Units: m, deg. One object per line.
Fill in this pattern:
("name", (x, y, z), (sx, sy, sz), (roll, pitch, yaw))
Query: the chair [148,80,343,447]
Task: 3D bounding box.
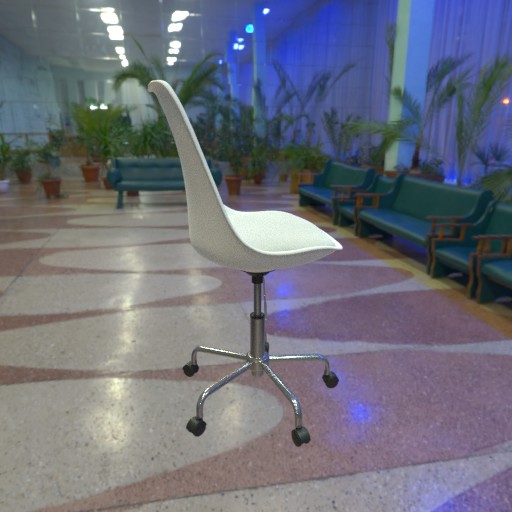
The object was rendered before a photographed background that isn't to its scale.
("chair", (0.000, 0.000, 1.291), (0.550, 0.930, 0.550), (-3, 18, -9))
